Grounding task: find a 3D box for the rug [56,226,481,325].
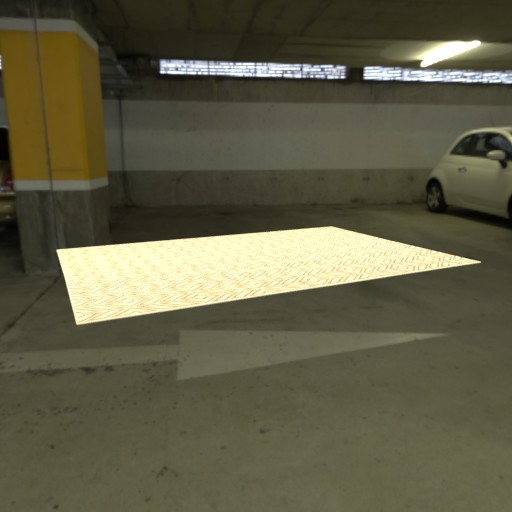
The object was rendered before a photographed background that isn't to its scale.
[{"bbox_3d":[0.000,0.000,2.281,1.828,0.007,1.220,-6,14,-26],"label":"rug"}]
